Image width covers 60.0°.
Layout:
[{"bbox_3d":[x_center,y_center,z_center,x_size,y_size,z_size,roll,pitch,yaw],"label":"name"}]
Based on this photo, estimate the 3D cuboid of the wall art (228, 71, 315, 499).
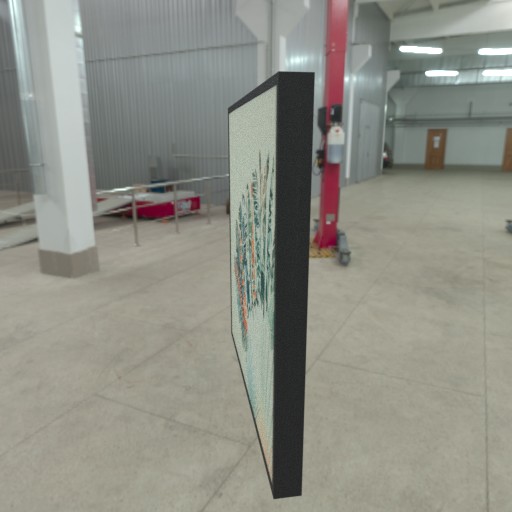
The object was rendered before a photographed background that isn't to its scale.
[{"bbox_3d":[0.000,0.000,0.745,0.037,0.507,0.509,-2,15,-9],"label":"wall art"}]
